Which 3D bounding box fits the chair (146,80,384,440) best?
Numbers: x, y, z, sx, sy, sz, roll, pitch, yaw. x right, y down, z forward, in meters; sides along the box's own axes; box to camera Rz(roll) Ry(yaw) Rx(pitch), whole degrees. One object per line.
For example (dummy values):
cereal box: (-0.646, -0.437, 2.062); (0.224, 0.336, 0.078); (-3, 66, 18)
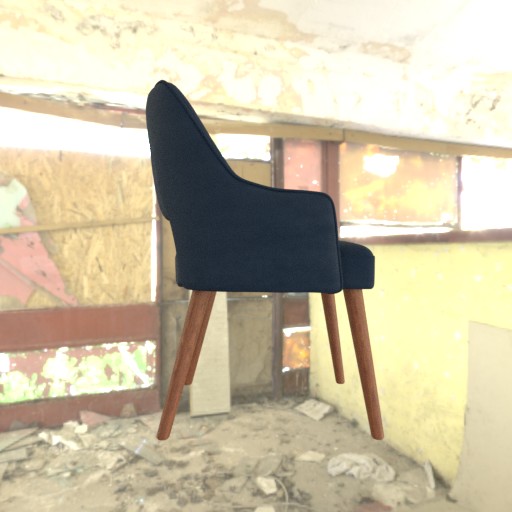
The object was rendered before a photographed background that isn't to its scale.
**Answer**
chair: (0.000, 0.000, 1.238); (0.591, 0.844, 0.559); (0, 1, -1)
